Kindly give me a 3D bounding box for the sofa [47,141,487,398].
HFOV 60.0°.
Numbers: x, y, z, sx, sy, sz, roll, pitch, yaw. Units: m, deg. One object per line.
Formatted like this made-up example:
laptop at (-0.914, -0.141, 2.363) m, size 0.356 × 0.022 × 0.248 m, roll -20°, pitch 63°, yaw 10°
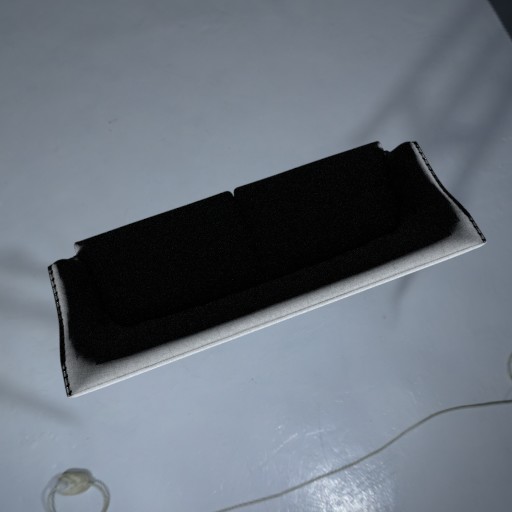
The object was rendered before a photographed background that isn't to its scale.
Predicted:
sofa at (0.000, 0.000, 2.688) m, size 2.235 × 0.901 × 0.914 m, roll -20°, pitch 75°, yaw -5°
